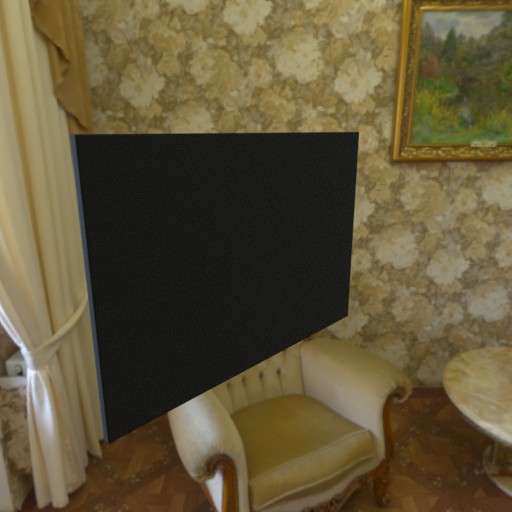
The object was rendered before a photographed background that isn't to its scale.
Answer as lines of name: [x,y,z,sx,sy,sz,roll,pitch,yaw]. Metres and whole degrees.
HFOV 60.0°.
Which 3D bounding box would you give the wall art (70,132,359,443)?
wall art: [0.000,0.000,1.231,0.964,0.659,0.049,-15,22,-42]
